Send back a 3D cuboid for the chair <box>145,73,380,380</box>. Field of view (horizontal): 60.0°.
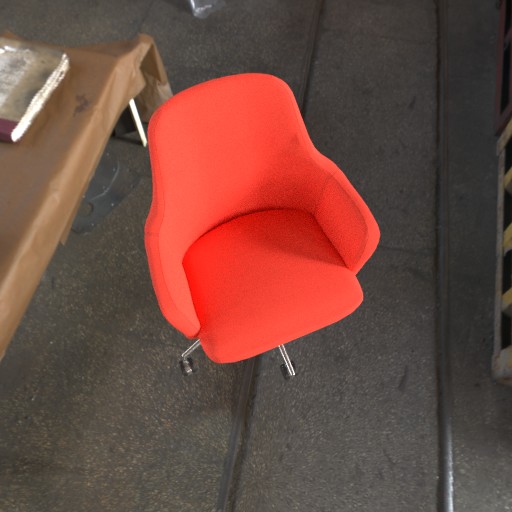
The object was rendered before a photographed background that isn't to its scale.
[{"bbox_3d":[0.000,0.000,1.281,0.655,0.820,0.600,-20,65,-10],"label":"chair"}]
